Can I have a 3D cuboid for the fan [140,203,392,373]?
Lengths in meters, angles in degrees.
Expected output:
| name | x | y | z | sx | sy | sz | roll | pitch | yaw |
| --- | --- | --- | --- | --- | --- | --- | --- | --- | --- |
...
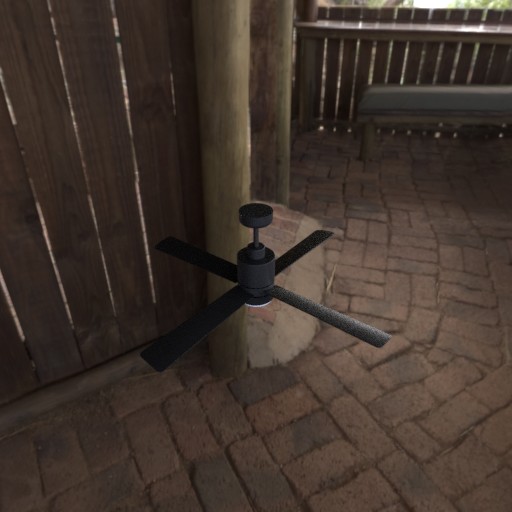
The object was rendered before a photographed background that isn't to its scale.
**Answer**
| name | x | y | z | sx | sy | sz | roll | pitch | yaw |
| --- | --- | --- | --- | --- | --- | --- | --- | --- | --- |
| fan | 0.000 | 0.000 | 2.343 | 1.525 | 0.534 | 1.525 | 22 | 38 | 32 |
